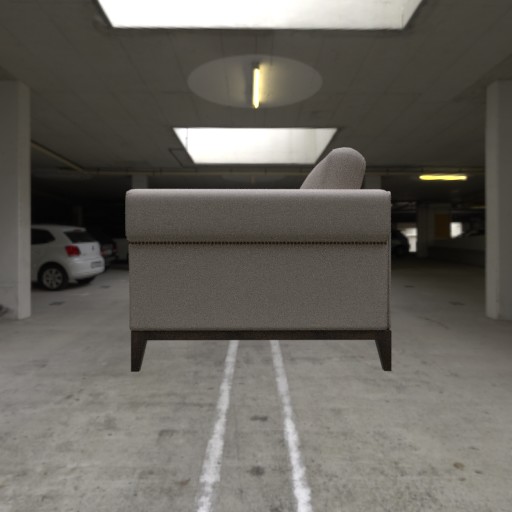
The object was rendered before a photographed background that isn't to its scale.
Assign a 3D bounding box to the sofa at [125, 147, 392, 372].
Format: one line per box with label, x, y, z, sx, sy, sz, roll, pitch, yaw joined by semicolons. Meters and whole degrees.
sofa;0.000;0.000;2.679;0.959;0.838;2.210;0;0;-1
